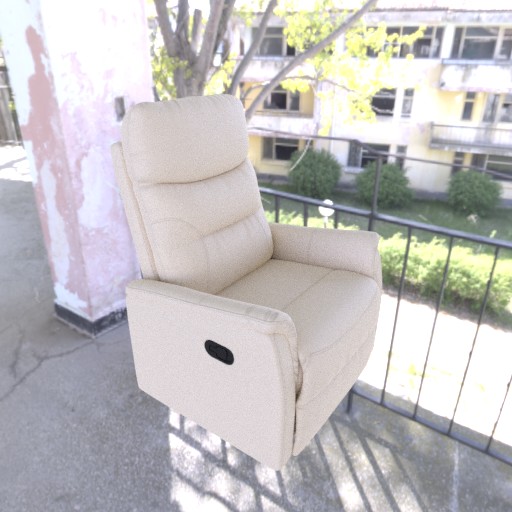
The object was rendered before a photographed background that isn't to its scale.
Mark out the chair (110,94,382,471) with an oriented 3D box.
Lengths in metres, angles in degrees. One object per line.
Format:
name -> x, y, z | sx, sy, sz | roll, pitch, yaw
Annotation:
chair -> 0.000, 0.000, 1.632 | 0.831, 1.082, 0.775 | 17, 30, 32
